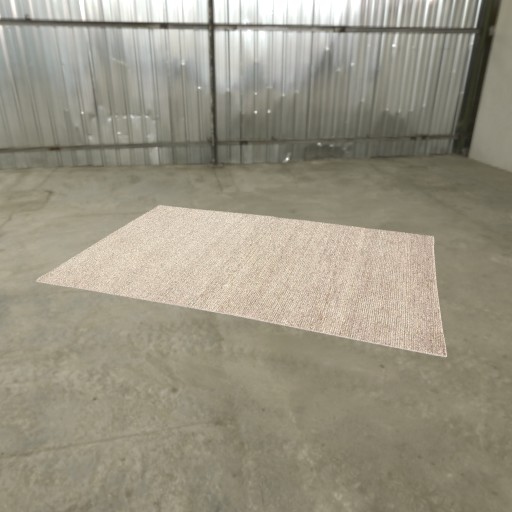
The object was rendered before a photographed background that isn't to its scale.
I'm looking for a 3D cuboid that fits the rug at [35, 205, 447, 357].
[{"bbox_3d":[0.000,0.000,2.303,1.792,0.021,1.154,8,26,17],"label":"rug"}]
